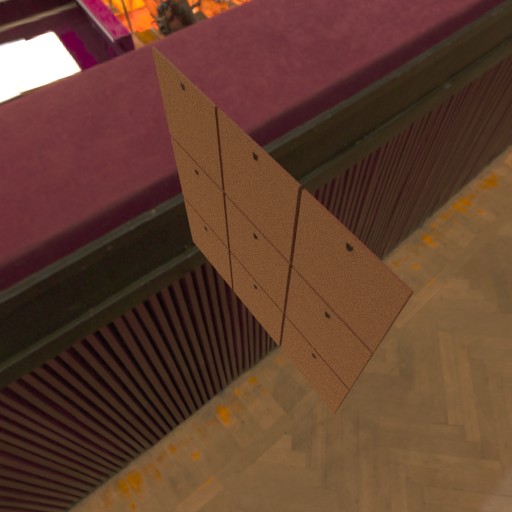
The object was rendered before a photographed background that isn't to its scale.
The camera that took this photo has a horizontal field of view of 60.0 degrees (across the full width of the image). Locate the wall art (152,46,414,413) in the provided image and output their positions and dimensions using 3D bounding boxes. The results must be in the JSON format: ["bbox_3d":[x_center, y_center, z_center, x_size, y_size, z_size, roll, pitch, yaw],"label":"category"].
[{"bbox_3d":[0.000,0.000,2.284,0.019,1.532,1.533,-32,63,-19],"label":"wall art"}]
